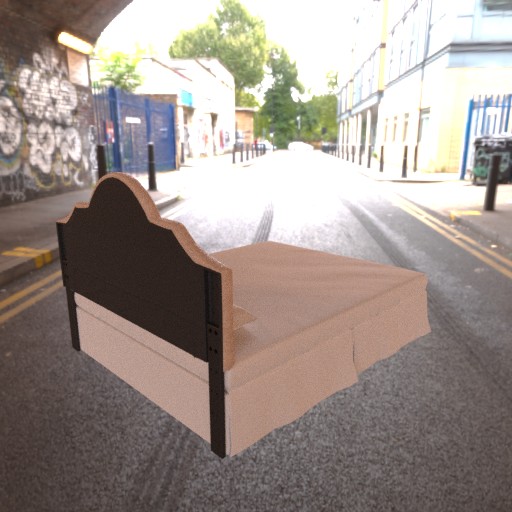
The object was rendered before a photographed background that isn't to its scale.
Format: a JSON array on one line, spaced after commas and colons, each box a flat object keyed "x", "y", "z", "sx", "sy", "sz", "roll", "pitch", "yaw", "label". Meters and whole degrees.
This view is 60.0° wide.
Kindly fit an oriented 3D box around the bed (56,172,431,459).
[{"x": 0.000, "y": 0.000, "z": 2.958, "sx": 1.667, "sy": 1.194, "sz": 1.970, "roll": 14, "pitch": 20, "yaw": 43, "label": "bed"}]
